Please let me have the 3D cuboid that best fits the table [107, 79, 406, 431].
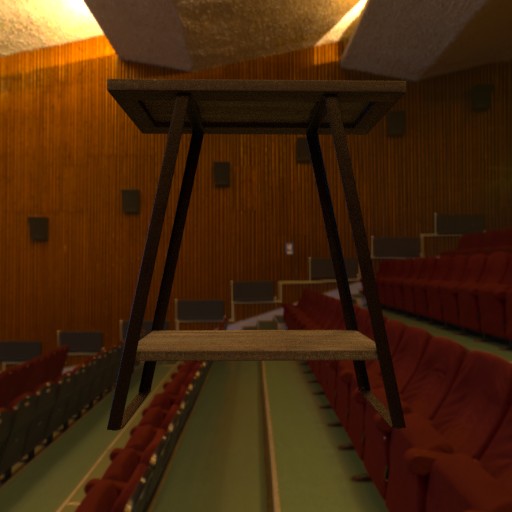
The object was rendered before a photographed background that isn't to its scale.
[{"bbox_3d":[0.000,0.000,1.030,0.599,0.701,0.300,0,-1,-1],"label":"table"}]
